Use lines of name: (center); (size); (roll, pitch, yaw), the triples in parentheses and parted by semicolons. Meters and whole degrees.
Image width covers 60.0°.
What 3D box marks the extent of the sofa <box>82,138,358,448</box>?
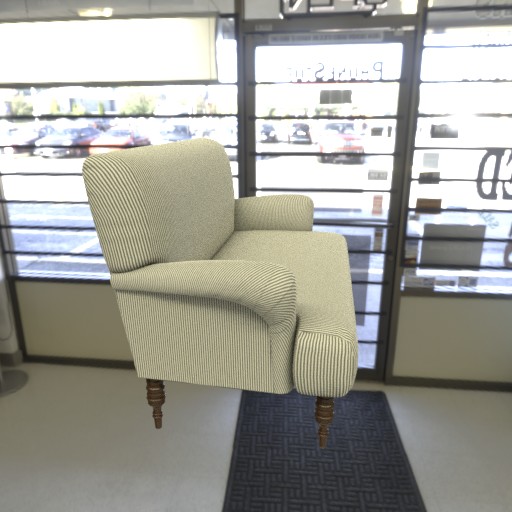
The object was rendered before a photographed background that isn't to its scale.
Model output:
sofa: (0.000, 0.000, 1.811); (0.779, 0.889, 1.297); (3, 17, 9)
